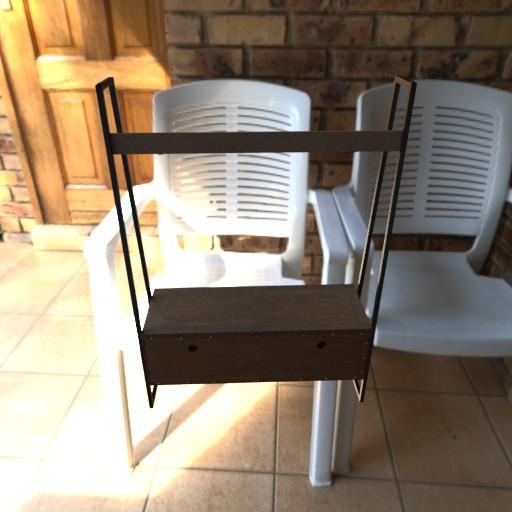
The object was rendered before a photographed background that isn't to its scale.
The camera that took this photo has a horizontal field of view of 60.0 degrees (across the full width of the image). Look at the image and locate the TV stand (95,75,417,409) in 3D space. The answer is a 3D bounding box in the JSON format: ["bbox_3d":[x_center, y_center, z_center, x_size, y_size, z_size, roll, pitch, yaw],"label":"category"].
[{"bbox_3d":[0.000,0.000,2.330,1.250,1.772,0.432,-1,30,-2],"label":"TV stand"}]
